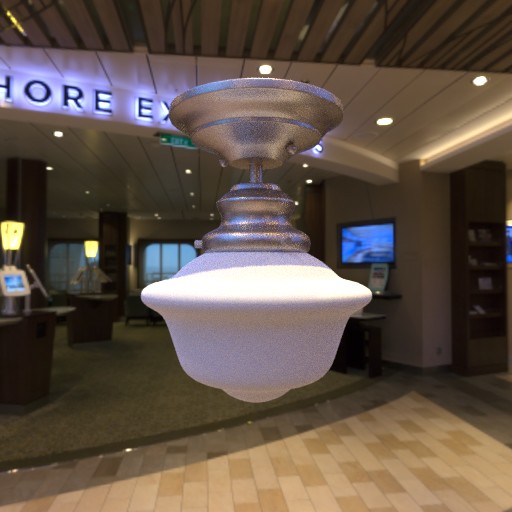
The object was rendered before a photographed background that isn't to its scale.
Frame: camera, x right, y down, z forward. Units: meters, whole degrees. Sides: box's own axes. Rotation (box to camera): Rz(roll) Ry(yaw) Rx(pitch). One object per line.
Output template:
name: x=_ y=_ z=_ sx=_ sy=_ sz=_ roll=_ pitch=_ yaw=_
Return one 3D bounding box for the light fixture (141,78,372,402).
light fixture: x=0.000 y=0.000 z=0.393 sx=0.199 sy=0.254 sz=0.199 roll=0 pitch=-1 yaw=0
